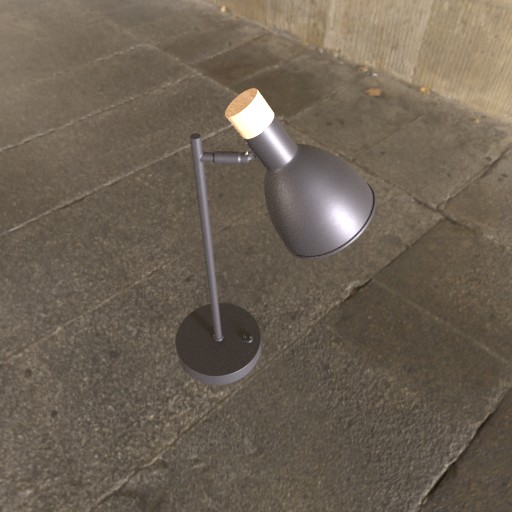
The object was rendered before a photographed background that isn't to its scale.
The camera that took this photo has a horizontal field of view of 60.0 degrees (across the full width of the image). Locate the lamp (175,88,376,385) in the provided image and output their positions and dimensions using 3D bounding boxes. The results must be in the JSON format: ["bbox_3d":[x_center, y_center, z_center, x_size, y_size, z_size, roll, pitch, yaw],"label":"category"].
[{"bbox_3d":[0.000,0.000,0.619,0.287,0.483,0.152,2,47,2],"label":"lamp"}]
